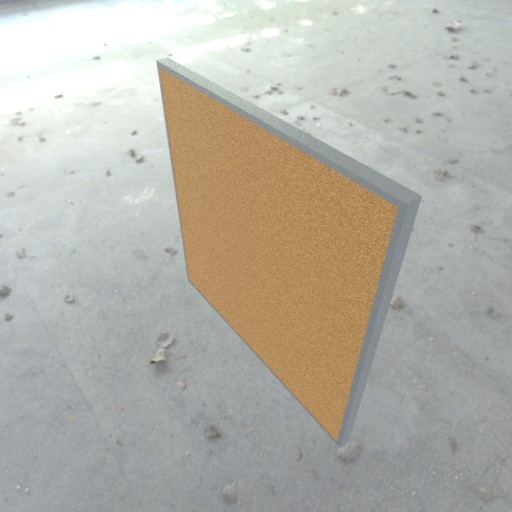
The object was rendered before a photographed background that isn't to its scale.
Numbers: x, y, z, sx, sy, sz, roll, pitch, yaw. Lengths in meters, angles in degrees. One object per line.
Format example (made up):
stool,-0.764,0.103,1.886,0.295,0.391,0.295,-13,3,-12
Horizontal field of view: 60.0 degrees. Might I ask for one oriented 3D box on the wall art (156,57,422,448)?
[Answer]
wall art,0.000,0.000,1.187,0.038,0.807,0.809,-27,48,-27
